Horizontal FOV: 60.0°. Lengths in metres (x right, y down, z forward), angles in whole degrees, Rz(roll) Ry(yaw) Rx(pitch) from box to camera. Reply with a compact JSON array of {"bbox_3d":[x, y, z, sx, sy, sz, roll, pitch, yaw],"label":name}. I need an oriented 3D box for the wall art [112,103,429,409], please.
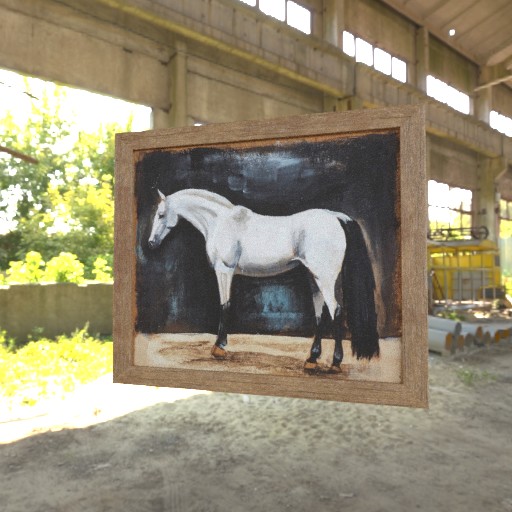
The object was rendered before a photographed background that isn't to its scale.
[{"bbox_3d":[0.000,0.000,0.956,0.690,0.588,0.026,-1,-2,16],"label":"wall art"}]
